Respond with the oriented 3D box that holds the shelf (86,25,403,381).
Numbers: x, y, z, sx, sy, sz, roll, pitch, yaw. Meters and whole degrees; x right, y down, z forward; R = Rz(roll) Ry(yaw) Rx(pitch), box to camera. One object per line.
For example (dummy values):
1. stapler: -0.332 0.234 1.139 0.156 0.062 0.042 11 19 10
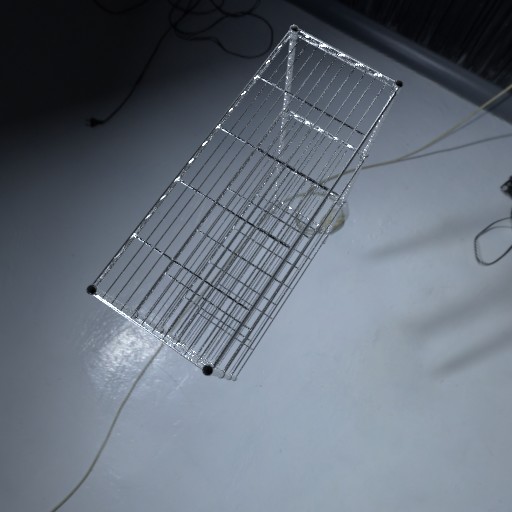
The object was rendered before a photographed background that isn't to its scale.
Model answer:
1. shelf: 0.000 0.000 1.750 0.352 1.360 0.907 32 76 9
